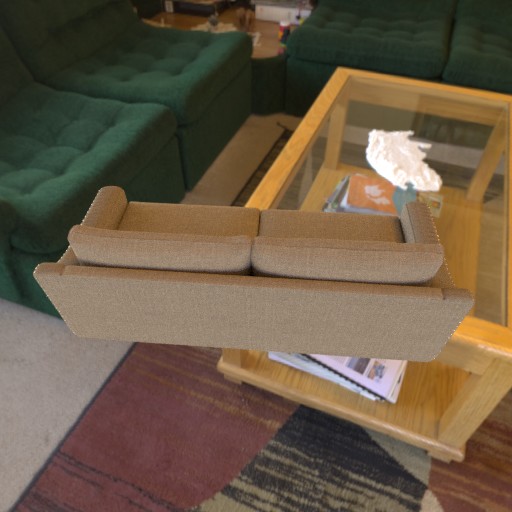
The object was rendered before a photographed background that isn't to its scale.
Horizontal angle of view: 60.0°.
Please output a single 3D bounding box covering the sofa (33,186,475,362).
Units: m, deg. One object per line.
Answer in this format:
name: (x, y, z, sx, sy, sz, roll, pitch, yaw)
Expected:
sofa: (0.000, 0.000, 2.733, 2.208, 0.857, 1.000, 3, 46, 3)
